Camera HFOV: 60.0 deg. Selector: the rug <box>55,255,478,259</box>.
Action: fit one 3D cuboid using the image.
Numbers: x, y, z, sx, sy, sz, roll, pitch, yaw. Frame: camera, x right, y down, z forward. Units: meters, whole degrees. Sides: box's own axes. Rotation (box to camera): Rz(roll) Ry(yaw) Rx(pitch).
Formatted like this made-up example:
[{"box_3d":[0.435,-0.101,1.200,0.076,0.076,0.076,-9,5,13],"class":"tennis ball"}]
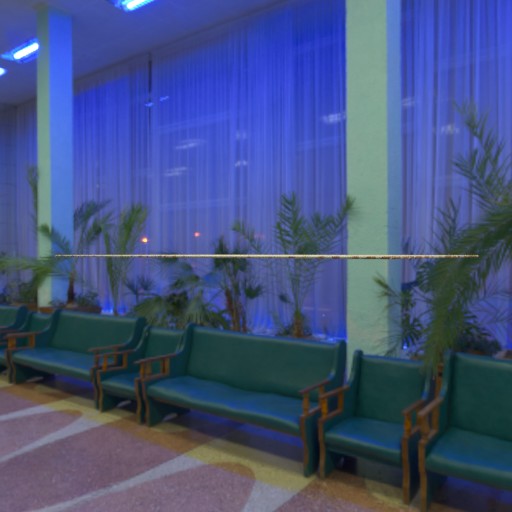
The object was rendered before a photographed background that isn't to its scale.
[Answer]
[{"box_3d":[0.000,0.000,2.988,2.435,0.011,1.517,0,0,38],"class":"rug"}]
